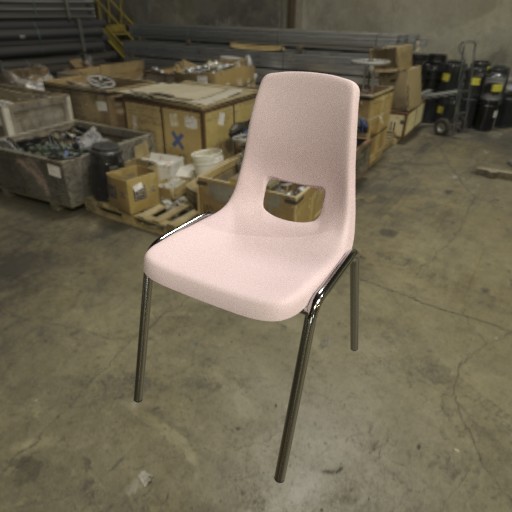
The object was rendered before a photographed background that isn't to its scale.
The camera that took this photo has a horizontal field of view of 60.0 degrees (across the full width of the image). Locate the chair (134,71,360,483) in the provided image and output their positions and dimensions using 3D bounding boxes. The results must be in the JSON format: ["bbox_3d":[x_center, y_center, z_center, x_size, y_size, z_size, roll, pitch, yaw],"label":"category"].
[{"bbox_3d":[0.000,0.000,0.902,0.381,0.653,0.436,17,34,27],"label":"chair"}]
